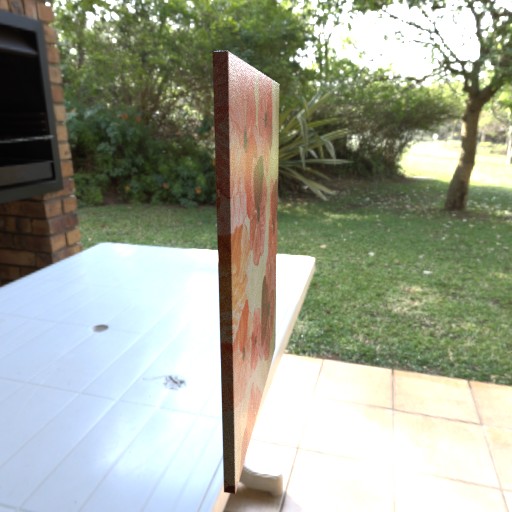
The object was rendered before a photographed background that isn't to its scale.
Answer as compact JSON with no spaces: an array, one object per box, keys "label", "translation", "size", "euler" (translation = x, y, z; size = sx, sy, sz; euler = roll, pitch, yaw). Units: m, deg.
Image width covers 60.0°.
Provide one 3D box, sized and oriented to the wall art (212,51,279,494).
[{"label":"wall art","translation":[0.000,0.000,1.321],"size":[0.031,1.015,0.762],"euler":[3,17,10]}]
